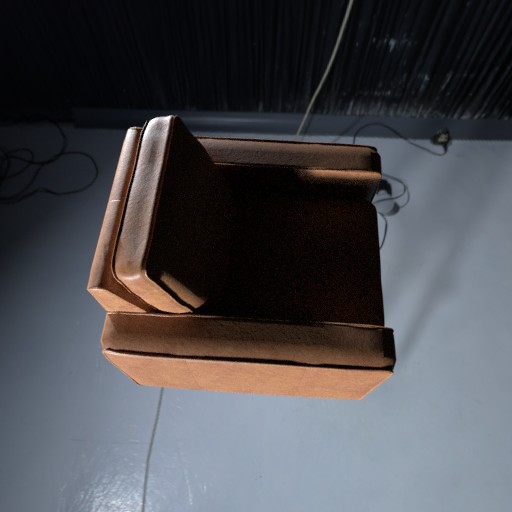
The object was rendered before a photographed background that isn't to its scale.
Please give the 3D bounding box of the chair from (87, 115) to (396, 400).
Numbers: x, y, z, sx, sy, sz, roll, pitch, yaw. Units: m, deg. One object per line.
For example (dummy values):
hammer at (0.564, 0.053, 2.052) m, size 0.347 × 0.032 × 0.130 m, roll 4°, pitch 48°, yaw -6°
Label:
chair at (0.000, 0.000, 1.775) m, size 1.027 × 0.901 × 0.987 m, roll 1°, pitch 63°, yaw 0°
